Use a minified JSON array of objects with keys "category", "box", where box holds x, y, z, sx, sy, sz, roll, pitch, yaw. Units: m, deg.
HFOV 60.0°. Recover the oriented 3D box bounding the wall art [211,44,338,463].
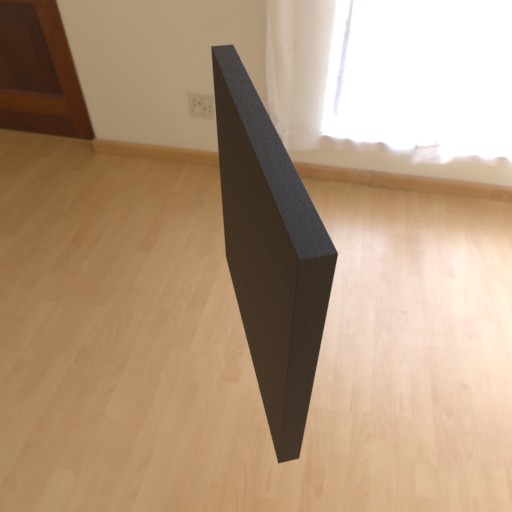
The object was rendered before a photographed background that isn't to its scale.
[{"category":"wall art","box":[0.000,0.000,0.754,0.038,0.507,0.507,-9,47,-9]}]
